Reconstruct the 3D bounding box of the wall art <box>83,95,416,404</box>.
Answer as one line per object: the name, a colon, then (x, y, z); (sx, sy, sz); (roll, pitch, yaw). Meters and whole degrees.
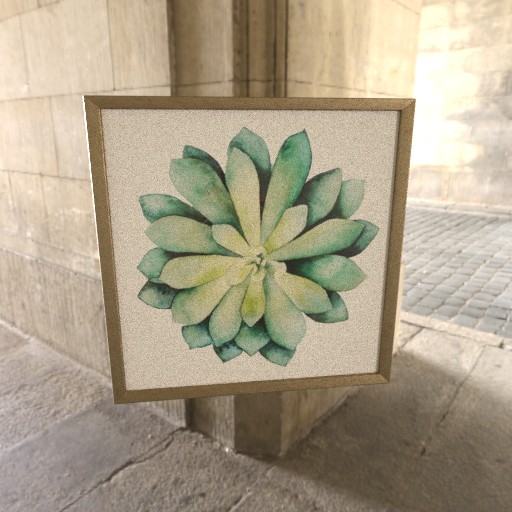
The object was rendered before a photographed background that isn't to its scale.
wall art: (0.000, 0.000, 0.752); (0.503, 0.506, 0.040); (-2, 16, -7)
